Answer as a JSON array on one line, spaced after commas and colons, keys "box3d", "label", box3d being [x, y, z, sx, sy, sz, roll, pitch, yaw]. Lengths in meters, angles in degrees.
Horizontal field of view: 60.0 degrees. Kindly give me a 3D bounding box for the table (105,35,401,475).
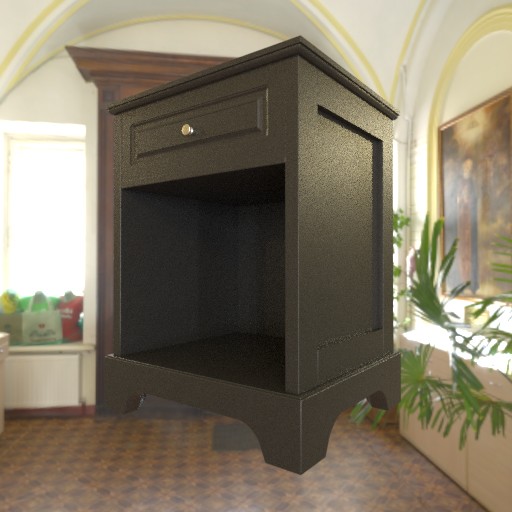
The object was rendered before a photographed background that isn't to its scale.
[{"box3d": [0.000, 0.000, 0.911, 0.460, 0.610, 0.399, 0, -1, 37], "label": "table"}]
